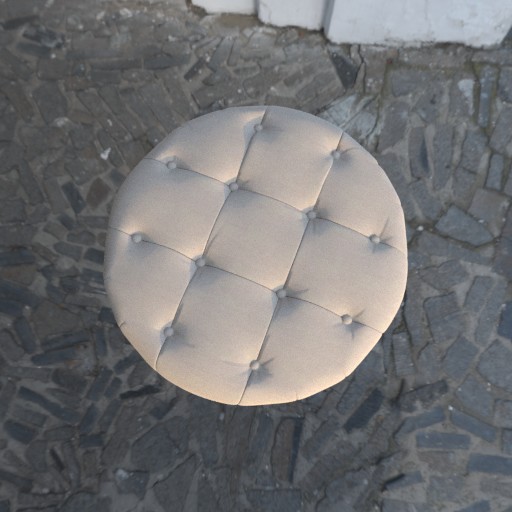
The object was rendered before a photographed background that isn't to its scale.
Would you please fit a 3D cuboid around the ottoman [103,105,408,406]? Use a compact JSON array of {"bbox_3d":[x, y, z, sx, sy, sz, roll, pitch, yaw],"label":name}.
[{"bbox_3d":[0.000,0.000,1.428,0.901,0.439,0.901,0,75,0],"label":"ottoman"}]
